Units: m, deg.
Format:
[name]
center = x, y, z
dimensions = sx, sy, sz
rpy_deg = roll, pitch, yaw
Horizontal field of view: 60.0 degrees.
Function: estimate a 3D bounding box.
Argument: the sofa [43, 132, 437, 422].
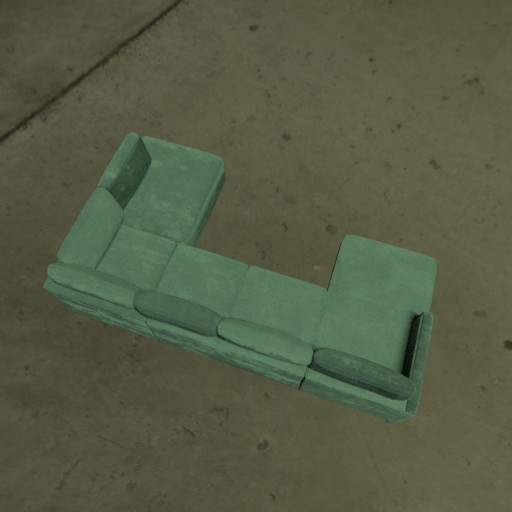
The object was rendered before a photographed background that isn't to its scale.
[sofa]
center = 0.000, 0.000, 4.383
dimensions = 3.434, 0.992, 2.055
rpy_deg = 17, 65, 8
